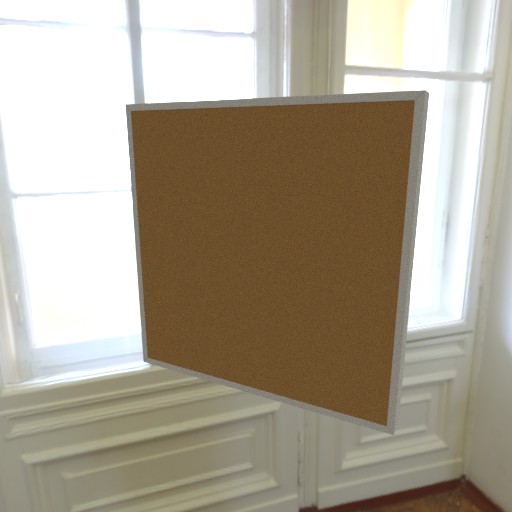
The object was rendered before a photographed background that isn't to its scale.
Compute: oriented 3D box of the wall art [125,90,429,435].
[{"bbox_3d":[0.000,0.000,0.455,0.304,0.304,0.024,8,17,27],"label":"wall art"}]
